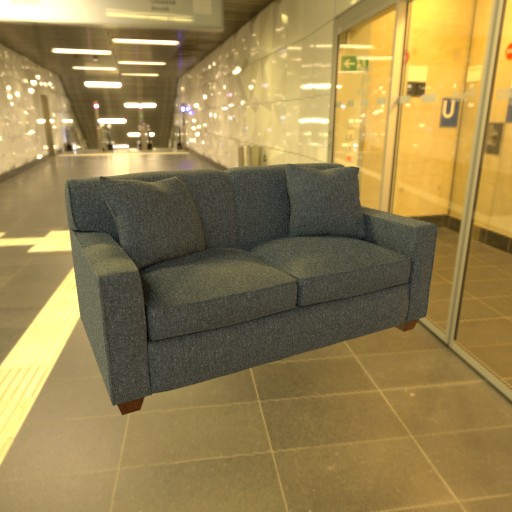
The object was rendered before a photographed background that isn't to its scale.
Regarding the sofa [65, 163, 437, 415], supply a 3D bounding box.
[{"bbox_3d":[0.000,0.000,2.506,1.846,0.958,0.998,-9,19,-27],"label":"sofa"}]
